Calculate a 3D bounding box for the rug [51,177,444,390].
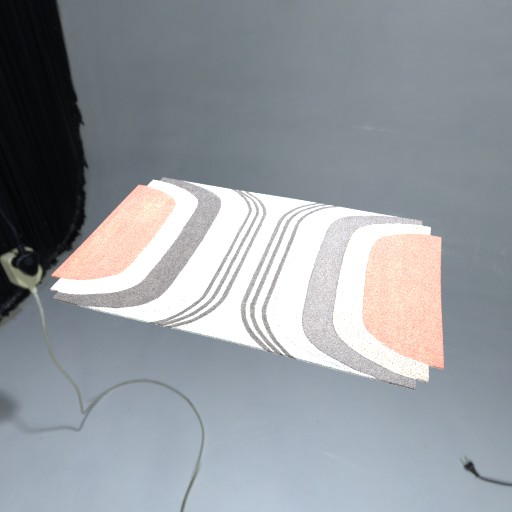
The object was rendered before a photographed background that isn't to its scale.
[{"bbox_3d":[0.000,0.000,3.047,2.446,0.017,1.530,11,42,13],"label":"rug"}]
